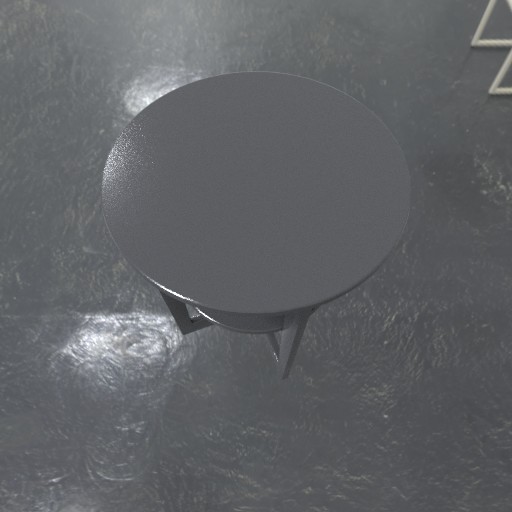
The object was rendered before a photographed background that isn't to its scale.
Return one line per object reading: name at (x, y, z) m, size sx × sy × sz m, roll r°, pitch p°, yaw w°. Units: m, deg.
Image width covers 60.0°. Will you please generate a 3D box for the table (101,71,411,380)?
table at (0.000, 0.000, 0.960) m, size 0.500 × 0.550 × 0.500 m, roll 0°, pitch 60°, yaw 0°
